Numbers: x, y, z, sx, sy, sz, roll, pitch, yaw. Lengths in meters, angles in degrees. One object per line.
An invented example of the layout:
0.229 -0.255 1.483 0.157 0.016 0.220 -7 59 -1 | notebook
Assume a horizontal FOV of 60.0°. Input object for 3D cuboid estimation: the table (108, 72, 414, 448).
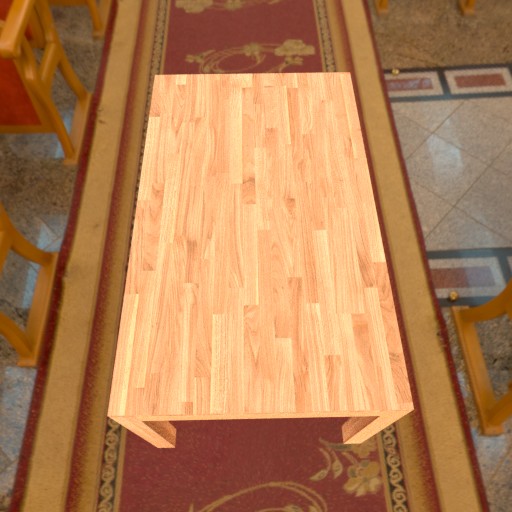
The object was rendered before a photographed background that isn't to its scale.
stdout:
0.000 0.000 2.006 0.900 0.770 1.500 -1 60 -1 | table
